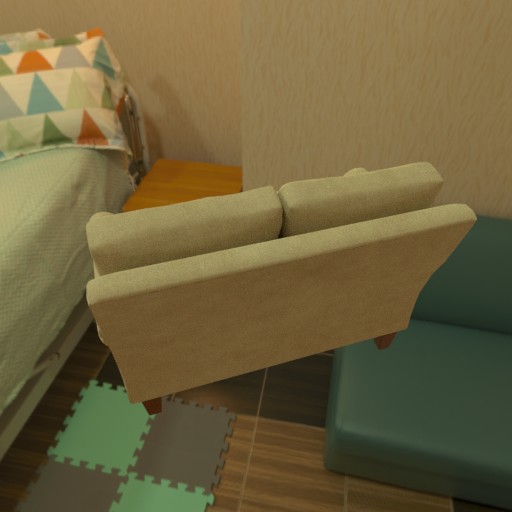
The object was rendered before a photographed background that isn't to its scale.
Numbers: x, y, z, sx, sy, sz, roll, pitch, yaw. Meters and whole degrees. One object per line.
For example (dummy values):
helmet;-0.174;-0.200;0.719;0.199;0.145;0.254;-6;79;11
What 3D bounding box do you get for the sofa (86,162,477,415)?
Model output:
sofa;0.000;0.000;2.188;1.498;1.087;1.086;-12;42;-14
